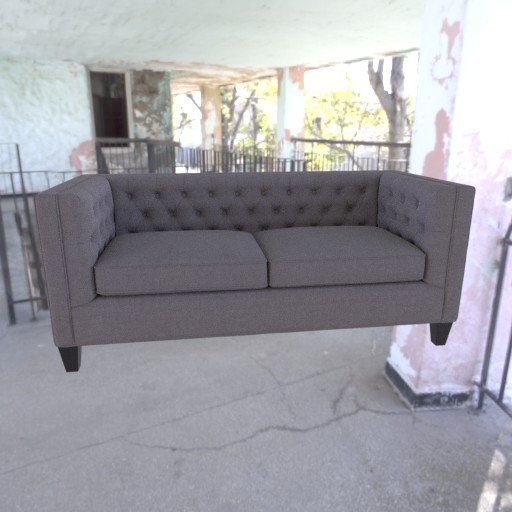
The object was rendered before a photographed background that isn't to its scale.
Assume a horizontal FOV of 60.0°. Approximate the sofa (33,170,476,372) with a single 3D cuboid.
[{"bbox_3d":[0.000,0.000,2.218,1.778,0.762,0.775,-2,16,-8],"label":"sofa"}]
